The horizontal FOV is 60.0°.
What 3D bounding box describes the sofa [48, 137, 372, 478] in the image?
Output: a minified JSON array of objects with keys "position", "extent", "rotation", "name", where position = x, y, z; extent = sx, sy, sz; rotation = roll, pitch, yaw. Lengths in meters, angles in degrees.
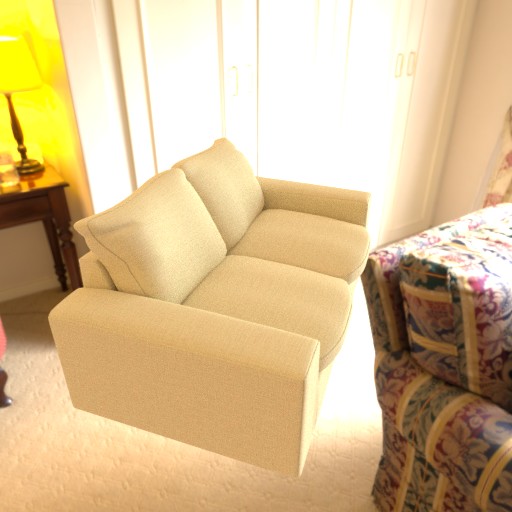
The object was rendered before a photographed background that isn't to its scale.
[{"position":[0.000,0.000,2.310],"extent":[1.091,0.875,1.754],"rotation":[10,31,17],"name":"sofa"}]
